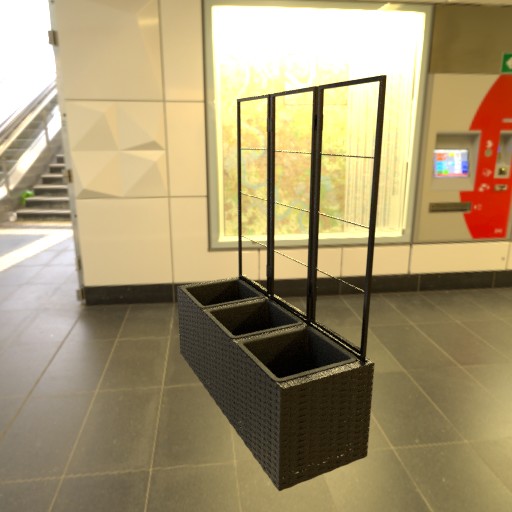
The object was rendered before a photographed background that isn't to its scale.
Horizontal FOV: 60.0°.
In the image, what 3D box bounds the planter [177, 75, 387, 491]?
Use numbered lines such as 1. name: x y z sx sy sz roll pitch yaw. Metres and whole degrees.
1. planter: 0.000 0.000 1.182 0.244 0.841 0.698 -8 17 -26
